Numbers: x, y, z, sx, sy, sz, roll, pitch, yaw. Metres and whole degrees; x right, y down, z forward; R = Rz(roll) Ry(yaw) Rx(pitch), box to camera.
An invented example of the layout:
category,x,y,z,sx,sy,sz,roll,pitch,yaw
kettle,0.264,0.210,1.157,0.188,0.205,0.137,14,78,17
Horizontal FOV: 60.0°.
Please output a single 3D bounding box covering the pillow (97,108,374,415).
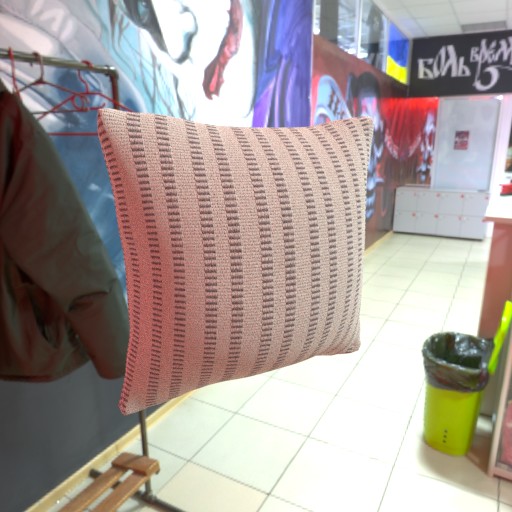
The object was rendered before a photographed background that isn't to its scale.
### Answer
category,x,y,z,sx,sy,sz,roll,pitch,yaw
pillow,0.000,0.000,0.678,0.438,0.419,0.247,-8,17,-27
